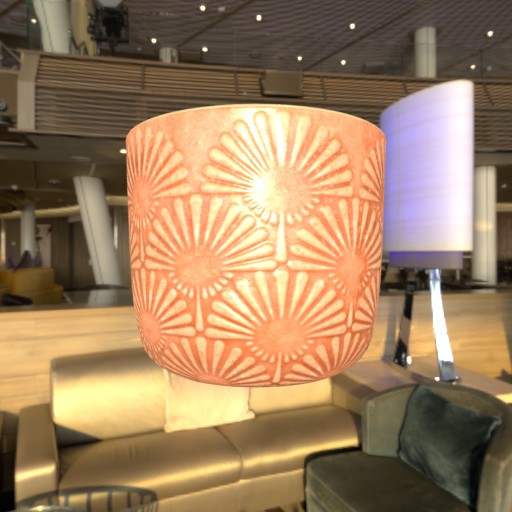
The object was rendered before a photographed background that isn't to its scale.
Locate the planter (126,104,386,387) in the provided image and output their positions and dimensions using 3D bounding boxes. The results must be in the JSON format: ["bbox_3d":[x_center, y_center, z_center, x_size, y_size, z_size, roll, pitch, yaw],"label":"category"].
[{"bbox_3d":[0.000,0.000,0.220,0.124,0.109,0.124,0,0,0],"label":"planter"}]
